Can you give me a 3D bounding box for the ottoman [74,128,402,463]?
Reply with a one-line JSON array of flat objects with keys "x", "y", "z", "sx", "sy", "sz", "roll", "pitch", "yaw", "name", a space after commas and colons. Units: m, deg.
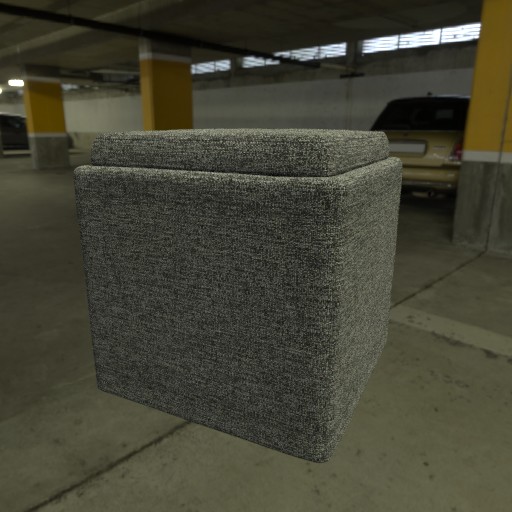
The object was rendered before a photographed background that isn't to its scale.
[{"x": 0.000, "y": 0.000, "z": 0.839, "sx": 0.450, "sy": 0.463, "sz": 0.450, "roll": 8, "pitch": 18, "yaw": 25, "name": "ottoman"}]
